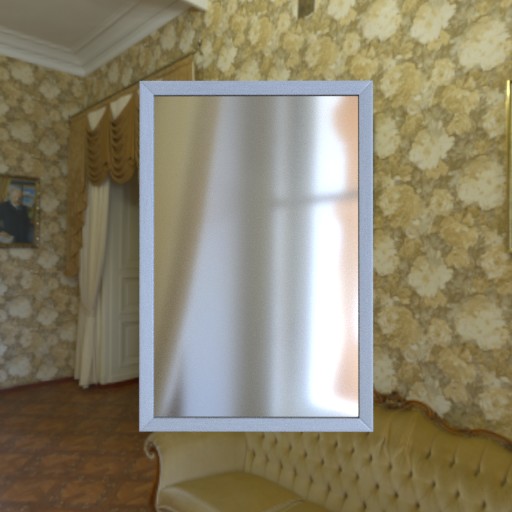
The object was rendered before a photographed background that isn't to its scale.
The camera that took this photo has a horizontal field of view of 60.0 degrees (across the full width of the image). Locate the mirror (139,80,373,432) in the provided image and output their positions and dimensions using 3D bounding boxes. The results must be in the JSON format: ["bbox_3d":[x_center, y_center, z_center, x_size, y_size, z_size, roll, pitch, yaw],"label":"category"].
[{"bbox_3d":[0.000,0.000,1.175,0.609,0.915,0.040,0,0,0],"label":"mirror"}]
